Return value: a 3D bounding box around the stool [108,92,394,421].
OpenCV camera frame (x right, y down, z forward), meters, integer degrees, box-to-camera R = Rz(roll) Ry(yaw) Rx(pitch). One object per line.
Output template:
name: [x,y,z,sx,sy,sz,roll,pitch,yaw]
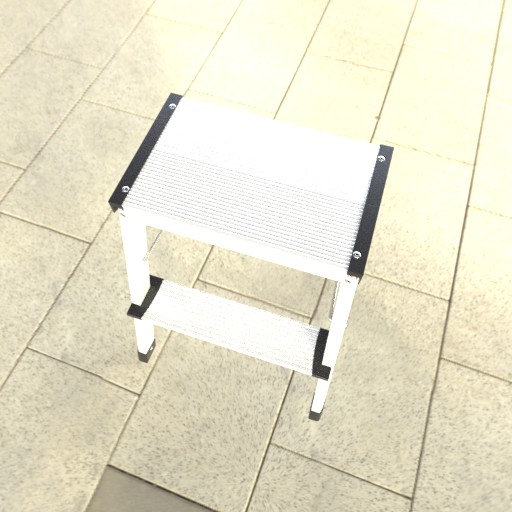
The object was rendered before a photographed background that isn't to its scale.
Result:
stool: [0.000,0.000,0.798,0.404,0.480,0.405,16,64,8]
